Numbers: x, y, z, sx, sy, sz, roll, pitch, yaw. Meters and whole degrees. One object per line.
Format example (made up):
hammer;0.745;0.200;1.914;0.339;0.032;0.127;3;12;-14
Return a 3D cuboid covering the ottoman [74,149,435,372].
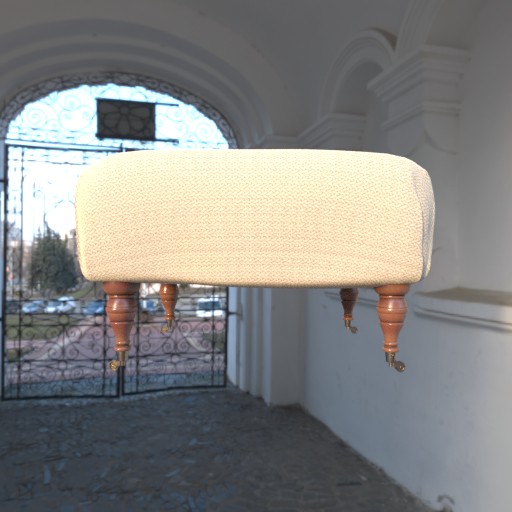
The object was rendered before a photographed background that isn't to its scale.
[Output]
ottoman;0.000;0.000;1.083;0.684;0.447;0.622;0;0;1
